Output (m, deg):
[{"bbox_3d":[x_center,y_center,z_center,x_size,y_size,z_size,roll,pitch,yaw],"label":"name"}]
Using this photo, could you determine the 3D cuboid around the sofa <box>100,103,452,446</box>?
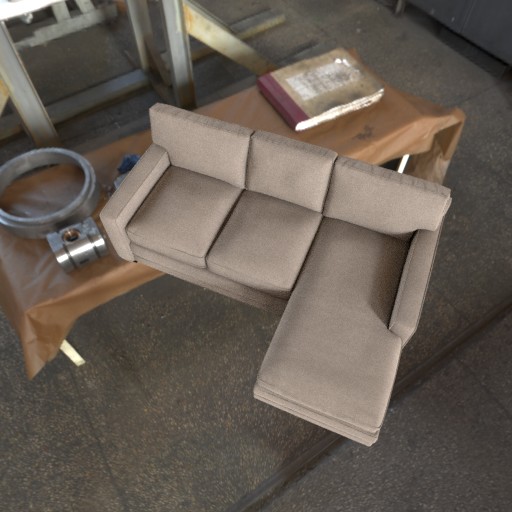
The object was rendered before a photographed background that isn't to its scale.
[{"bbox_3d":[0.000,0.000,2.858,2.087,0.861,1.496,20,60,12],"label":"sofa"}]
